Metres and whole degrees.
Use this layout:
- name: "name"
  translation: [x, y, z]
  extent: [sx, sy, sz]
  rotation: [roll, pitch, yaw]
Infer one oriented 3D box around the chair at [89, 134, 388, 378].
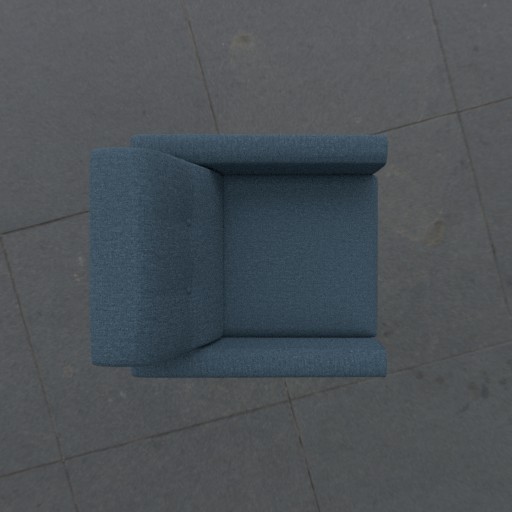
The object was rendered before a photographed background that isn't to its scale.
- name: "chair"
  translation: [0.000, 0.000, 1.708]
  extent: [0.964, 0.940, 0.880]
  rotation: [0, 91, 0]
